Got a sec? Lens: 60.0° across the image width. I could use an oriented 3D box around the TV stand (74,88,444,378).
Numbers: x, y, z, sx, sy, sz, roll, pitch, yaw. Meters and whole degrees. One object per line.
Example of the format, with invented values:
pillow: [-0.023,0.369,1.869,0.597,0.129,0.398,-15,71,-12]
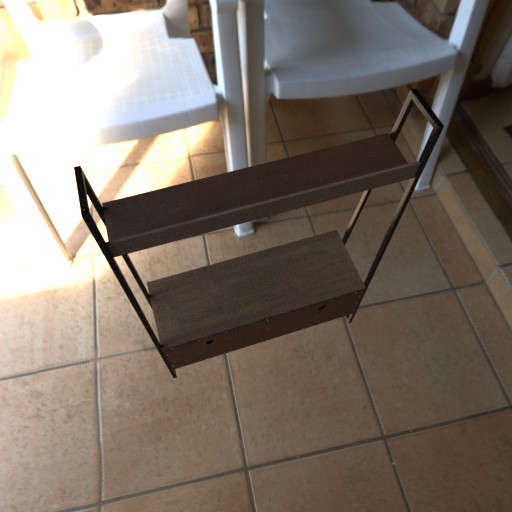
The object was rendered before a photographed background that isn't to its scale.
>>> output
TV stand: [0.000,0.000,2.301,1.250,1.772,0.432,-16,60,-9]
